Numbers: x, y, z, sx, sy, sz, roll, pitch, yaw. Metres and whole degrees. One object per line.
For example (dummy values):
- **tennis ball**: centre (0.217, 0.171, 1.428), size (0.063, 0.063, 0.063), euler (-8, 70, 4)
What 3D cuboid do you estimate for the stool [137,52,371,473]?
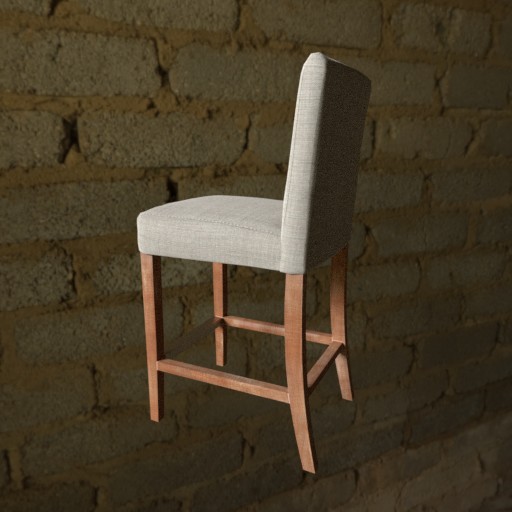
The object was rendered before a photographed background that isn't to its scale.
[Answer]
- **stool**: centre (0.000, 0.000, 1.342), size (0.567, 1.039, 0.454), euler (7, 16, 26)
